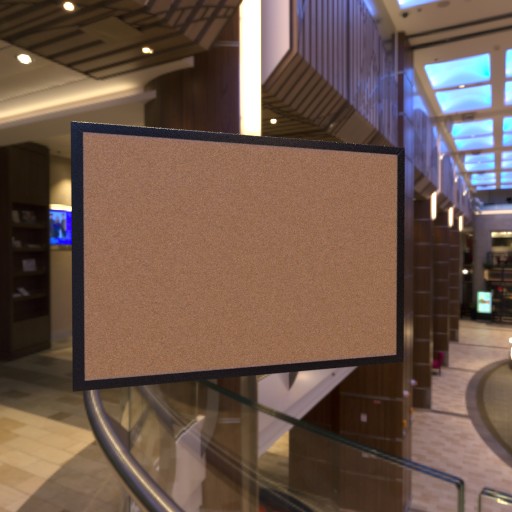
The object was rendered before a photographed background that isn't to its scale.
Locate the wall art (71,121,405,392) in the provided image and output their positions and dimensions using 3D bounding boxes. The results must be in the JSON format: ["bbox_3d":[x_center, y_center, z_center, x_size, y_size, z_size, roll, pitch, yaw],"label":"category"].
[{"bbox_3d":[0.000,0.000,0.572,0.440,0.306,0.013,0,1,-17],"label":"wall art"}]
